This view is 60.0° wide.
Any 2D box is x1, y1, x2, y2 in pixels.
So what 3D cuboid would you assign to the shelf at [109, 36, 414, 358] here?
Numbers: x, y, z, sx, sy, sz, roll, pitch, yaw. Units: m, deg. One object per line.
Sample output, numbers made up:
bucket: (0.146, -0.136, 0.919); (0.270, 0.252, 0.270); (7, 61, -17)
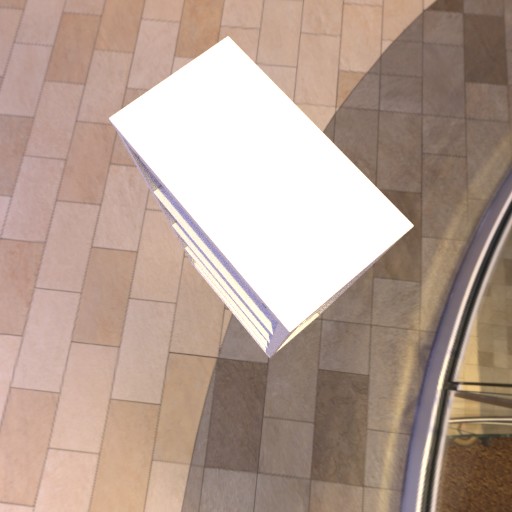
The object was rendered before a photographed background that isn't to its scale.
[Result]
shelf: (0.000, 0.000, 1.626); (0.340, 1.411, 0.611); (-39, 78, -10)
